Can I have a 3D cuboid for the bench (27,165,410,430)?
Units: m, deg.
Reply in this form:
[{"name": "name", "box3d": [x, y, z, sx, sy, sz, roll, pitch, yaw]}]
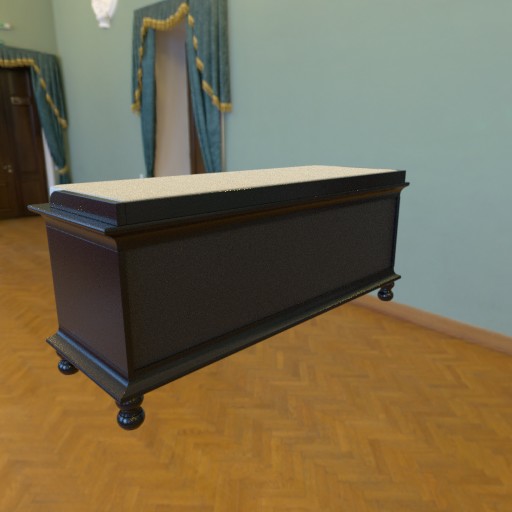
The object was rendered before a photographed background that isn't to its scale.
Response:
[{"name": "bench", "box3d": [0.000, 0.000, 1.406, 1.185, 0.501, 0.402, -15, 21, -43]}]
